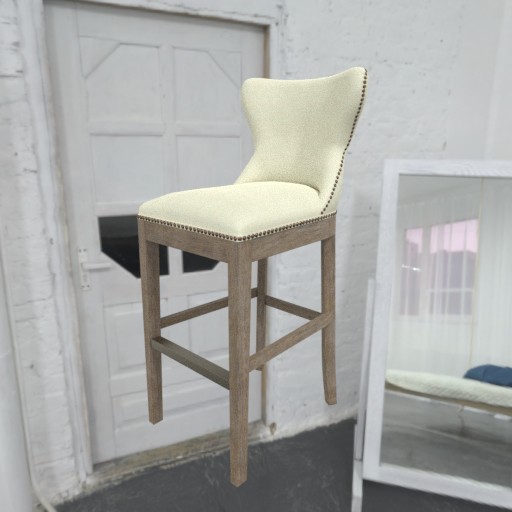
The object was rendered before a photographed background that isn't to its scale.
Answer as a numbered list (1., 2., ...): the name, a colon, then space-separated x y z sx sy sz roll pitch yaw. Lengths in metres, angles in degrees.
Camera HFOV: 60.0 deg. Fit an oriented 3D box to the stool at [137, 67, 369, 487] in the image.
1. stool: 0.000 0.000 1.418 0.494 1.123 0.606 14 21 41
